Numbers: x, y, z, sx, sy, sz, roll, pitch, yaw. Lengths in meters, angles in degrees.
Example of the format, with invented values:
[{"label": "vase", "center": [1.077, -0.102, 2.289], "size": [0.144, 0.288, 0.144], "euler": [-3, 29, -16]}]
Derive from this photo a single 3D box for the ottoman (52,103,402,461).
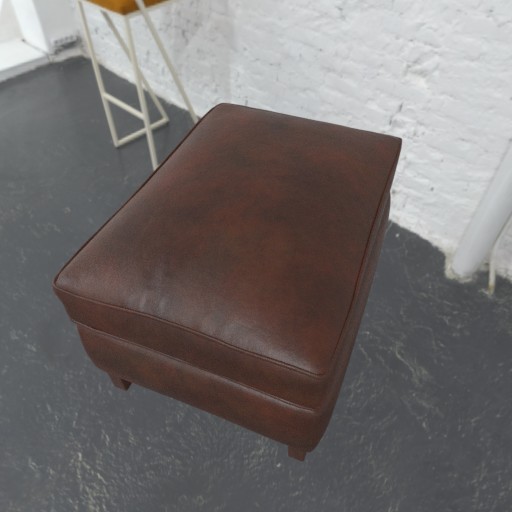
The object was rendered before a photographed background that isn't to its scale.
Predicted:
[{"label": "ottoman", "center": [0.000, 0.000, 0.966], "size": [0.501, 0.432, 0.665], "euler": [16, 48, 15]}]
